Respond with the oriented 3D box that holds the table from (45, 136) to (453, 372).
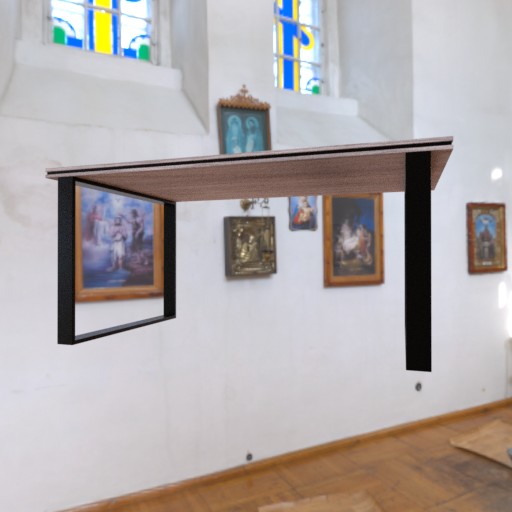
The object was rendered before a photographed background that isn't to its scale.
[{"bbox_3d":[0.000,0.000,2.036,1.579,0.736,0.881,0,0,18],"label":"table"}]
